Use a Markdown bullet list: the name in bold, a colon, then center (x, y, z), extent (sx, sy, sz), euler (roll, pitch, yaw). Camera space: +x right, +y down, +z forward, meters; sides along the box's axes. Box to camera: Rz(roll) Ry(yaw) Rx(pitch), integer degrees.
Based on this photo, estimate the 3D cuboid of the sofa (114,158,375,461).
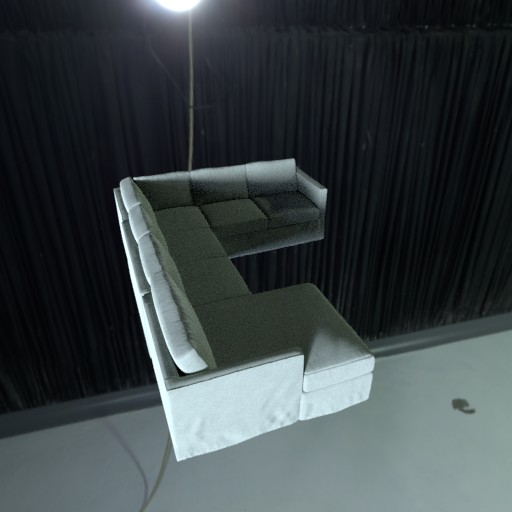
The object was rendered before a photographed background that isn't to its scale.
- **sofa**: center (0.000, 0.000, 4.505), extent (2.440, 0.869, 3.434), euler (-11, 33, -18)
